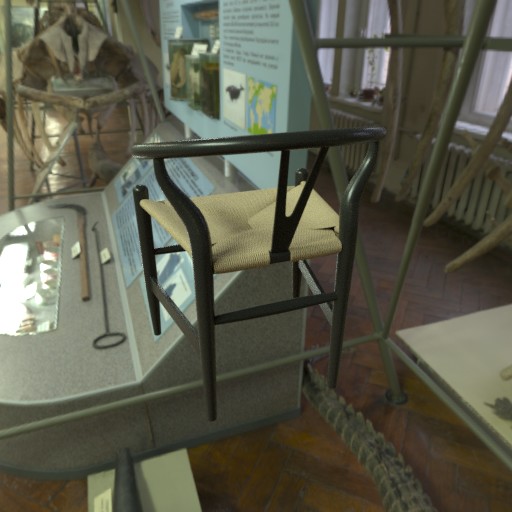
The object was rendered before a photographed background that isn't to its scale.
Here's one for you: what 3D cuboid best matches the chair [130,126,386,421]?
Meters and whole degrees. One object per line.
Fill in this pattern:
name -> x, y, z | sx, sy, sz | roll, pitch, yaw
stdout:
chair -> 0.000, 0.000, 1.163 | 0.570, 0.739, 0.570 | -9, 28, -18
